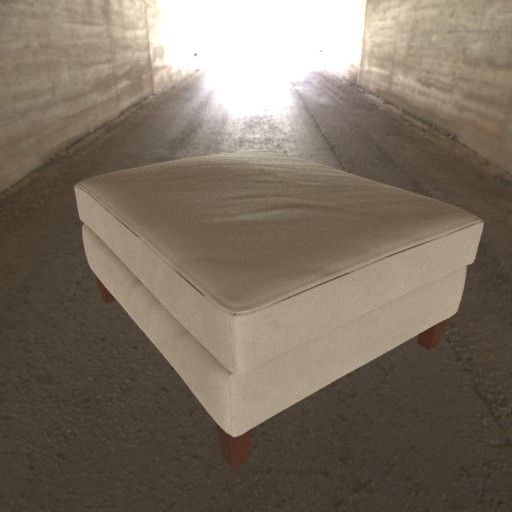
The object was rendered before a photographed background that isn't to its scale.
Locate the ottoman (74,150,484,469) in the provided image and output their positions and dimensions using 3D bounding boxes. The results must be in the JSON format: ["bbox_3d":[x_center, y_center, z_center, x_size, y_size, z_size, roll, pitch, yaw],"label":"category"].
[{"bbox_3d":[0.000,0.000,1.413,0.836,0.492,1.002,-18,31,-31],"label":"ottoman"}]
